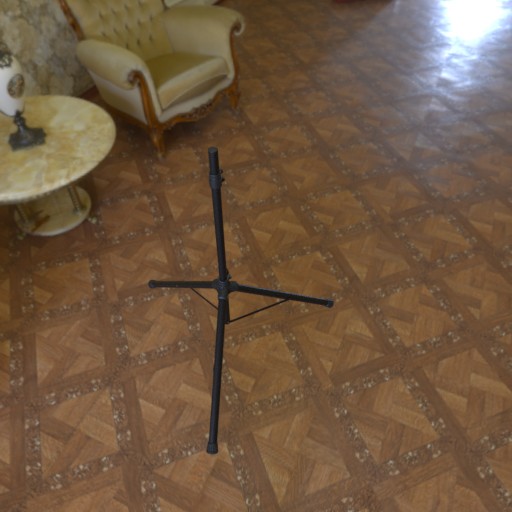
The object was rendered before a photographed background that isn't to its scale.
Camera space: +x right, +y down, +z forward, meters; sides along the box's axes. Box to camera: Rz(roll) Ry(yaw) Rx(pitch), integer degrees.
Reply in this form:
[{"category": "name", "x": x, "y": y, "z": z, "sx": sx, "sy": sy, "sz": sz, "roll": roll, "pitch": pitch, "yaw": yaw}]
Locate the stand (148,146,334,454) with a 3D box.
[{"category": "stand", "x": 0.000, "y": 0.000, "z": 1.904, "sx": 0.907, "sy": 1.136, "sz": 1.045, "roll": -16, "pitch": 48, "yaw": -15}]
